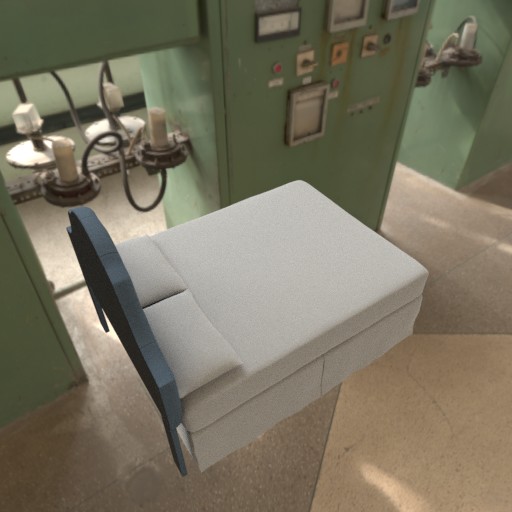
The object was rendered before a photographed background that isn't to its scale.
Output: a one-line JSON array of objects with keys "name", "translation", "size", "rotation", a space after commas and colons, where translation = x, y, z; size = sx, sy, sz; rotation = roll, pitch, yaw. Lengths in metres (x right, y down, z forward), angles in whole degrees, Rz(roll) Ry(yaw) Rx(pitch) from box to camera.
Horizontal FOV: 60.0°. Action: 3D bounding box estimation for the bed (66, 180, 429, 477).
[{"name": "bed", "translation": [0.000, 0.000, 3.213], "size": [2.155, 1.575, 1.636], "rotation": [-24, 47, -25]}]
